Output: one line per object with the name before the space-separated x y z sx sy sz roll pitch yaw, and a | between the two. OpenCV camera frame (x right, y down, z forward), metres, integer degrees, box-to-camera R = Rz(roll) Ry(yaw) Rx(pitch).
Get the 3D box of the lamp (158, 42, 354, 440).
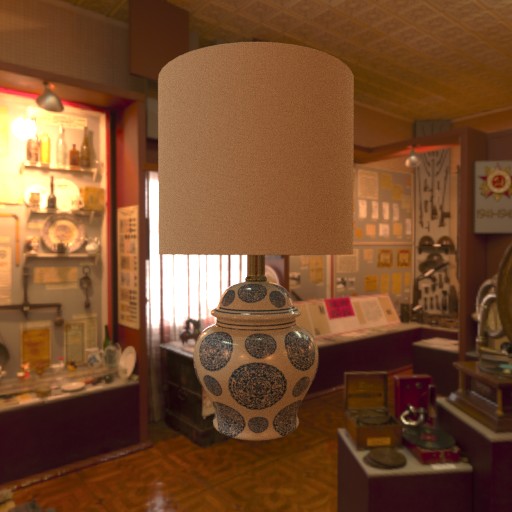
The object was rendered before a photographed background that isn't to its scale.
lamp | 0.000 0.000 0.501 0.215 0.381 0.215 -1 1 -38
